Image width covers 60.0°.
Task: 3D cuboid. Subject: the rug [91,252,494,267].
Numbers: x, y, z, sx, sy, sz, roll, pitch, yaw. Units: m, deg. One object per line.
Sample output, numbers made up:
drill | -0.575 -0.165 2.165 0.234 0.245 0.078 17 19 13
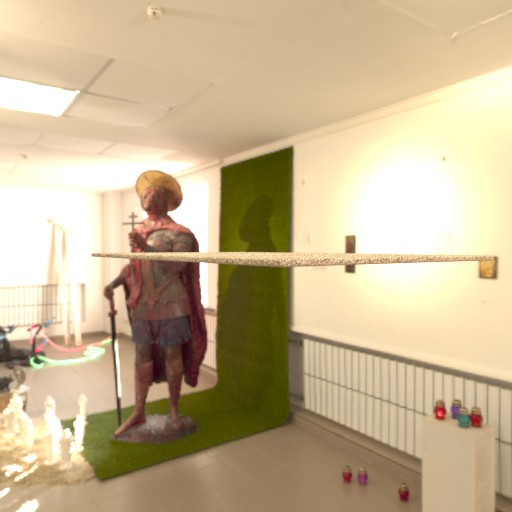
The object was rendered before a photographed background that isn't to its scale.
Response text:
rug | 0.000 0.000 3.008 1.524 0.030 2.438 -1 1 -35
